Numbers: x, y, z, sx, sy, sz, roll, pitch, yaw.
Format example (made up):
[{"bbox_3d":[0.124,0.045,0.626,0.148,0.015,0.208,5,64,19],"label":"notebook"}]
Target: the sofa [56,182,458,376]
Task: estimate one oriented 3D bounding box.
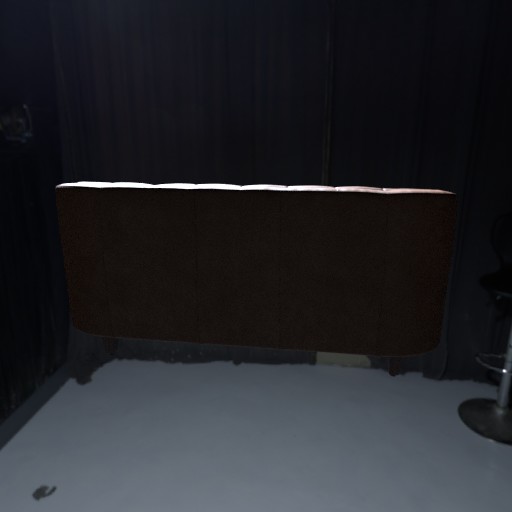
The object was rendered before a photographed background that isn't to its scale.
[{"bbox_3d":[0.000,0.000,2.186,1.755,0.786,0.914,2,16,8],"label":"sofa"}]
